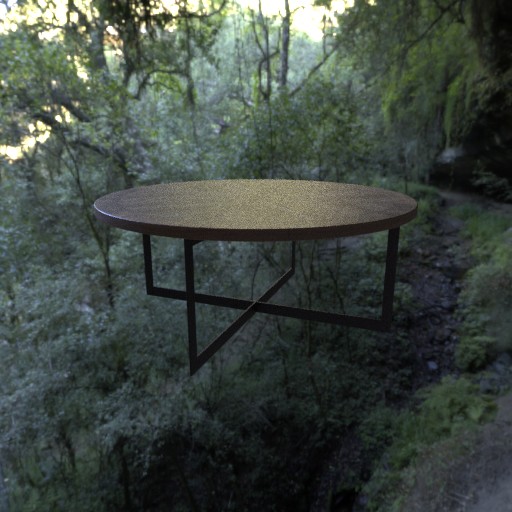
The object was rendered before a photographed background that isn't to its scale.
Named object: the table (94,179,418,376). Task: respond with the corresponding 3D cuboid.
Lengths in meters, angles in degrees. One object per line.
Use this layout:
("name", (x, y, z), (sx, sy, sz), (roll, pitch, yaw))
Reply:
("table", (0.000, 0.000, 1.901), (1.264, 0.516, 1.264), (0, 16, 0))
